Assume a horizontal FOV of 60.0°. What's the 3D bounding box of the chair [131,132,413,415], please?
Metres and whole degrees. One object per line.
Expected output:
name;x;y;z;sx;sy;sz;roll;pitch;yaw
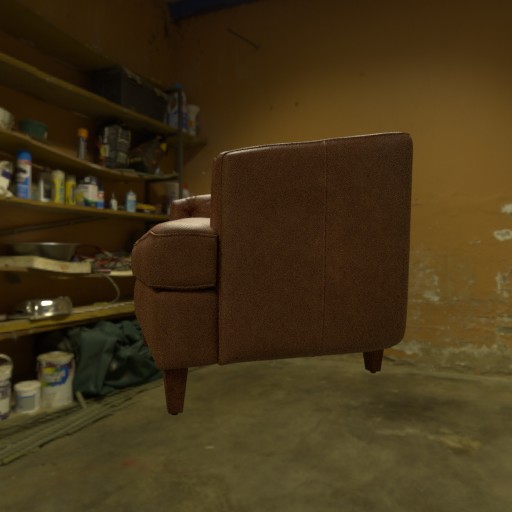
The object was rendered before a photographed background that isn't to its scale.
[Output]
chair;0.000;0.000;1.735;0.911;0.836;1.119;0;-1;-18
